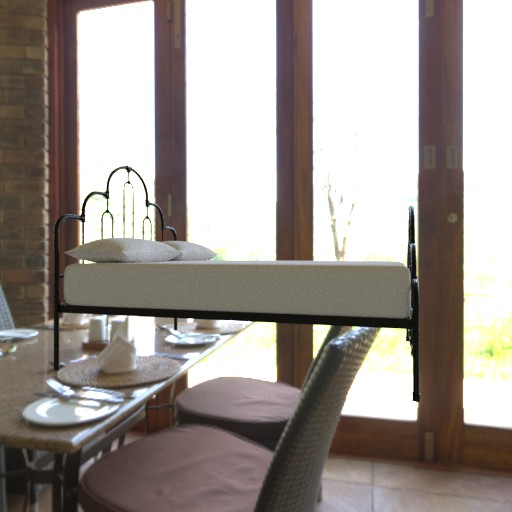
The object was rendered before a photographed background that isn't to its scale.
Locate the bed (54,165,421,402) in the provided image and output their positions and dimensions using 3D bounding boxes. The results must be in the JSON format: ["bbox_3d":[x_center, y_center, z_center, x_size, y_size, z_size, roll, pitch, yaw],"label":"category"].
[{"bbox_3d":[0.000,0.000,3.237,2.181,1.444,1.626,0,0,18],"label":"bed"}]
